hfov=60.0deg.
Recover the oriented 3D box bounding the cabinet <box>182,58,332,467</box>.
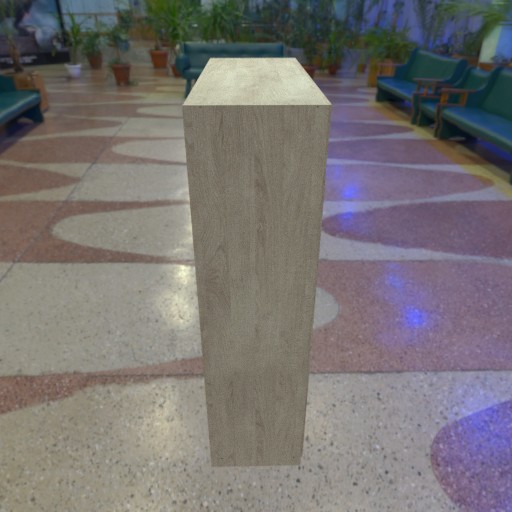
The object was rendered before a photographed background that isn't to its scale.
[{"bbox_3d":[0.000,0.000,2.500,0.510,1.910,1.290,-1,30,-1],"label":"cabinet"}]
